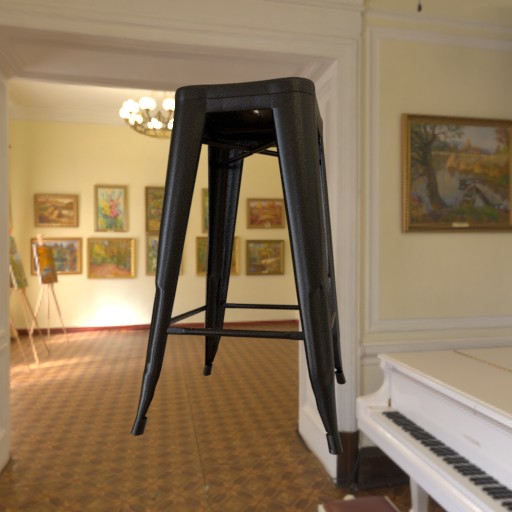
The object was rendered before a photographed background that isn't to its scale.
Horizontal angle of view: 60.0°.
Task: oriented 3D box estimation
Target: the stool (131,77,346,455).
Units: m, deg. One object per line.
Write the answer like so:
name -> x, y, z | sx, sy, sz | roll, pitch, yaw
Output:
stool -> 0.000, 0.000, 0.904 | 0.423, 0.609, 0.455 | 0, 1, 1
